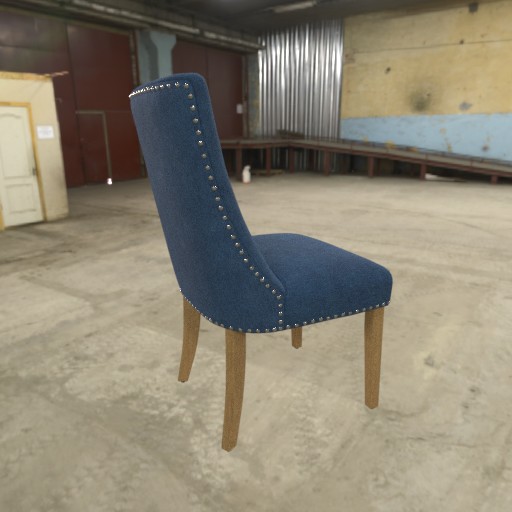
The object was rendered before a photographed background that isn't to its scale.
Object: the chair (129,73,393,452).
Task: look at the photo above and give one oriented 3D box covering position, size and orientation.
[{"bbox_3d":[0.000,0.000,1.259,0.610,0.902,0.495,-8,17,-25],"label":"chair"}]
